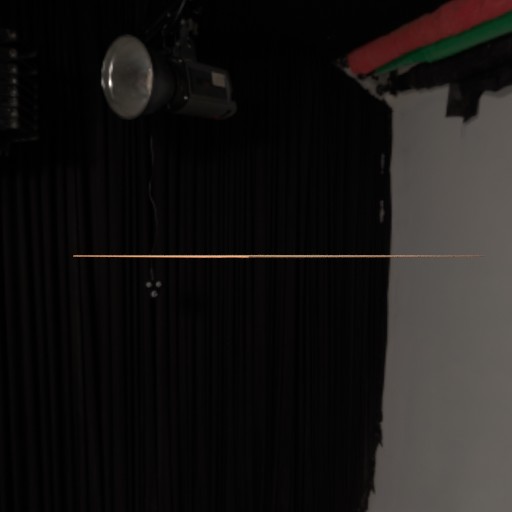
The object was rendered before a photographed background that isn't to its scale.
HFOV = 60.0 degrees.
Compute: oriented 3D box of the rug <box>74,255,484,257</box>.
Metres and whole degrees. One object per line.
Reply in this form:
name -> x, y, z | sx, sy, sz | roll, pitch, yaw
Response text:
rug -> 0.000, 0.000, 4.113 | 2.436, 0.011, 3.045 | 0, 0, -37
